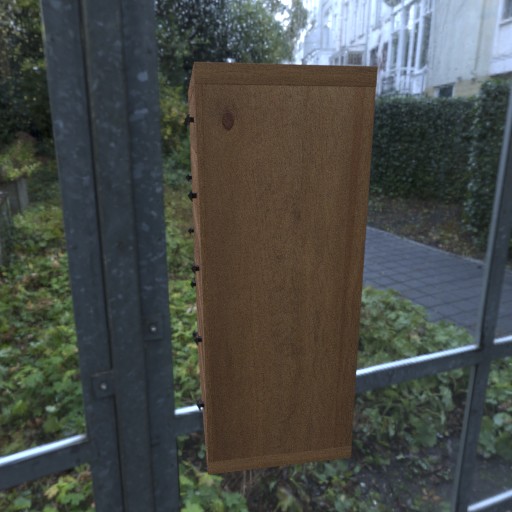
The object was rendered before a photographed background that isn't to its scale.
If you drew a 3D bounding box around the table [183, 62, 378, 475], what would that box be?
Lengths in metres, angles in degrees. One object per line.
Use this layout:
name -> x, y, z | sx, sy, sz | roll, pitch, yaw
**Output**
table -> 0.000, 0.000, 1.764 | 0.524, 1.294, 0.901 | -3, 16, -9
